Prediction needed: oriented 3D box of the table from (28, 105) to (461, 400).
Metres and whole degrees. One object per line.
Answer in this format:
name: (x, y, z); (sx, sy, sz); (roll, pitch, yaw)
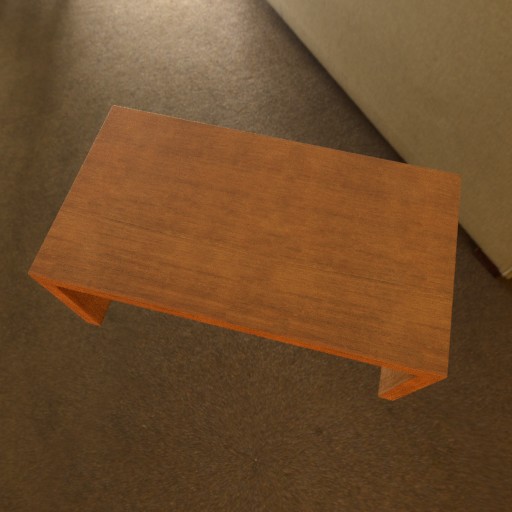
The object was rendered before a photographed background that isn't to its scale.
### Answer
table: (0.000, 0.000, 1.319); (1.000, 0.419, 0.549); (13, 66, 6)
